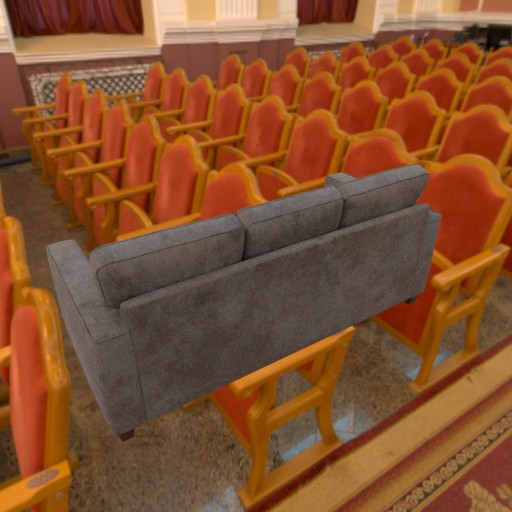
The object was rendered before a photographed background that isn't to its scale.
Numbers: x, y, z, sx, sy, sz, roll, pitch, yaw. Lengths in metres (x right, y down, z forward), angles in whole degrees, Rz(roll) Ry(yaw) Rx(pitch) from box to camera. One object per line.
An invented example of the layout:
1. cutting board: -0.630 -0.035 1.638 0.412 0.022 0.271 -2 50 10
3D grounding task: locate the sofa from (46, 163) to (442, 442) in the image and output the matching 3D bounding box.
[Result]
1. sofa: 0.000 0.000 2.614 2.133 0.965 0.939 -18 35 -28
